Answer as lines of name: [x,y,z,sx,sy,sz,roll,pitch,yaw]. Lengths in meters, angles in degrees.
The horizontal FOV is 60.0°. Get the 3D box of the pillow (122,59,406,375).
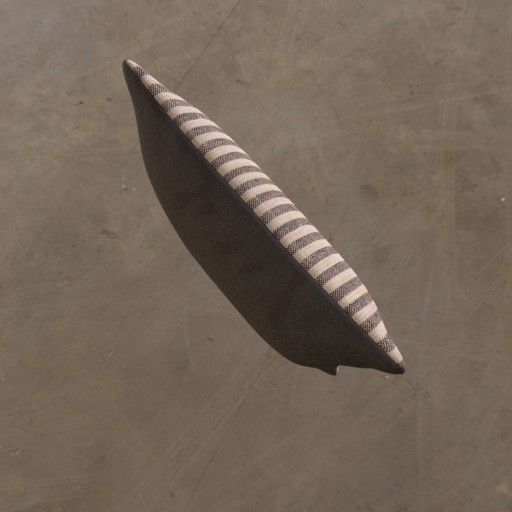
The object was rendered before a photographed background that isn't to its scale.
pillow: [0.000,0.000,0.767,0.166,0.506,0.523,-39,78,-10]
